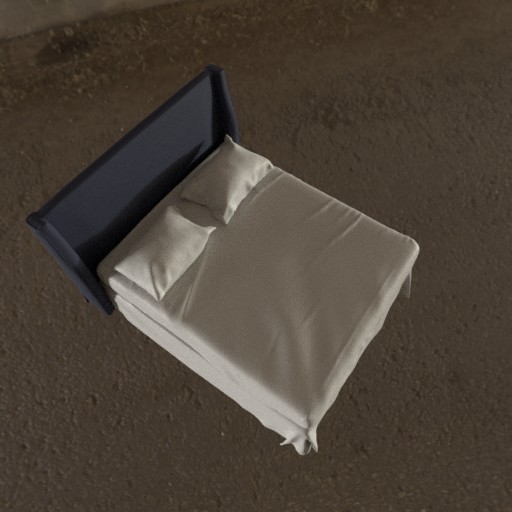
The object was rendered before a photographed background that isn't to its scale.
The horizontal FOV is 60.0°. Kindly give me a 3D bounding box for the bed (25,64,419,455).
[{"bbox_3d":[0.000,0.000,3.409,2.276,1.332,1.925,32,65,17],"label":"bed"}]
